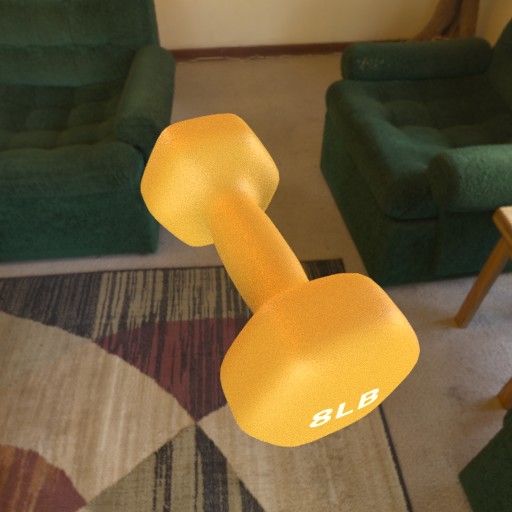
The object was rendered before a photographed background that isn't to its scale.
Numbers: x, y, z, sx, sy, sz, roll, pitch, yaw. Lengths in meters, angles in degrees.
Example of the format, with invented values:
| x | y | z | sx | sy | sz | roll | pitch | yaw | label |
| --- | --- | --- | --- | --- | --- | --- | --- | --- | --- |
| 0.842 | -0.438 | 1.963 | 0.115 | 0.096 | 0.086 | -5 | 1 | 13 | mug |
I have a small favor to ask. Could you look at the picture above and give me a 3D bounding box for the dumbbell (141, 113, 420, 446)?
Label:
| x | y | z | sx | sy | sz | roll | pitch | yaw | label |
| --- | --- | --- | --- | --- | --- | --- | --- | --- | --- |
| 0.000 | 0.000 | 0.242 | 0.090 | 0.082 | 0.190 | -17 | 48 | -16 | dumbbell |
